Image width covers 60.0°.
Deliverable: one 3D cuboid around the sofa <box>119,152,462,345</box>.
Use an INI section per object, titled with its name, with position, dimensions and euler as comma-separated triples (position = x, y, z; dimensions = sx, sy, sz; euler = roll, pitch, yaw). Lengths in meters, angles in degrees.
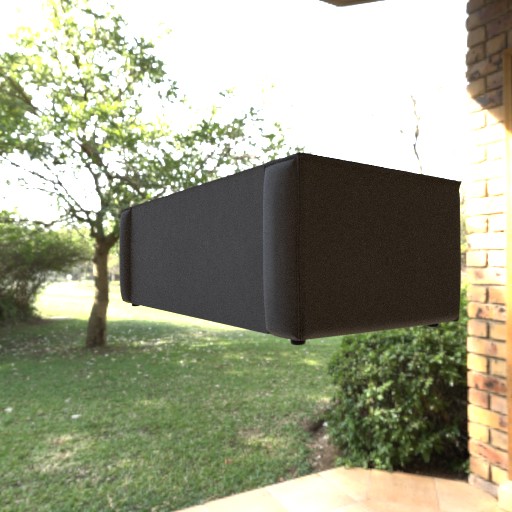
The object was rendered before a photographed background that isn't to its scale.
[sofa]
position = 0.000, 0.000, 2.572
dimensions = 1.038, 0.680, 1.995
euler = 1, -1, -34
